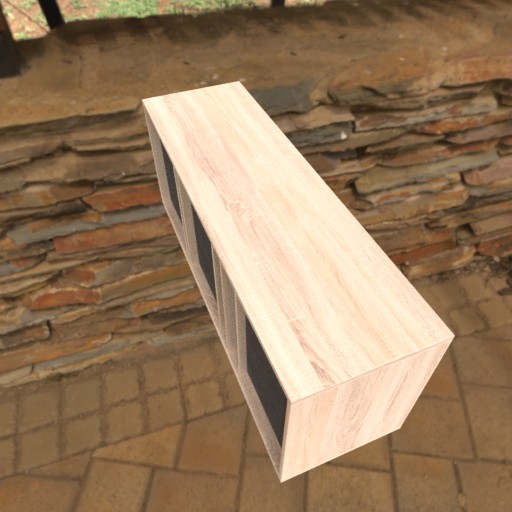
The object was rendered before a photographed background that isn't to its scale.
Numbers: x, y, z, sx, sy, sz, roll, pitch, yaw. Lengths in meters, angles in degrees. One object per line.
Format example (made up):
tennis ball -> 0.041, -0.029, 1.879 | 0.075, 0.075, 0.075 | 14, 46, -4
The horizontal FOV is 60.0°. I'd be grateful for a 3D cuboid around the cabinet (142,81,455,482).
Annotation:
cabinet -> 0.000, 0.000, 1.959 | 0.500, 0.780, 1.650 | -17, 49, -15
